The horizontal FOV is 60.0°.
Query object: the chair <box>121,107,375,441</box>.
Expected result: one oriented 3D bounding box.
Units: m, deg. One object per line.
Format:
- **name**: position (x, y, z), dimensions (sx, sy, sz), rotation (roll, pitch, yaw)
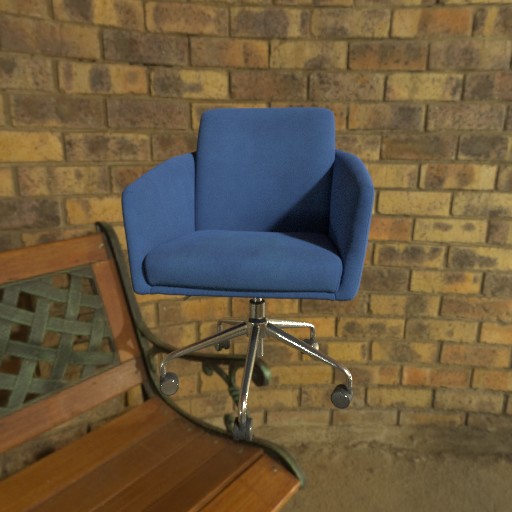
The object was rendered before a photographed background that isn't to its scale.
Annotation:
- **chair**: position (0.000, 0.000, 1.364), dimensions (0.641, 0.908, 0.635), rotation (2, 14, 7)
